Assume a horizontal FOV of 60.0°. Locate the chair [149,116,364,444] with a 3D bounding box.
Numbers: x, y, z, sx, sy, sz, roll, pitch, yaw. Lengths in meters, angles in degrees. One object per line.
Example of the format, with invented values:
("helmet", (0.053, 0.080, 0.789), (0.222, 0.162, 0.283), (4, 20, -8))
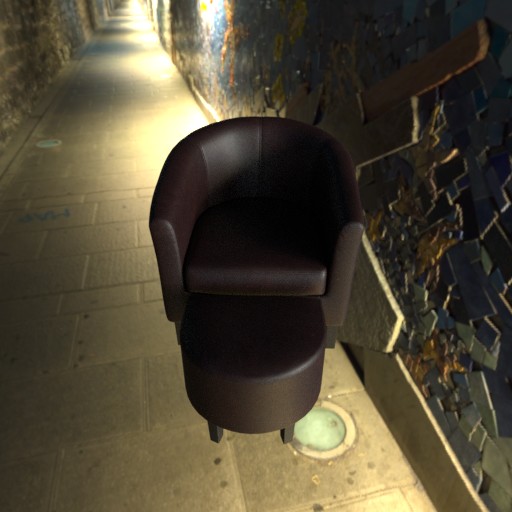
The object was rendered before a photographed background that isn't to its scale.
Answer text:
("chair", (0.000, 0.000, 1.665), (0.737, 0.755, 1.176), (1, 31, 2))
